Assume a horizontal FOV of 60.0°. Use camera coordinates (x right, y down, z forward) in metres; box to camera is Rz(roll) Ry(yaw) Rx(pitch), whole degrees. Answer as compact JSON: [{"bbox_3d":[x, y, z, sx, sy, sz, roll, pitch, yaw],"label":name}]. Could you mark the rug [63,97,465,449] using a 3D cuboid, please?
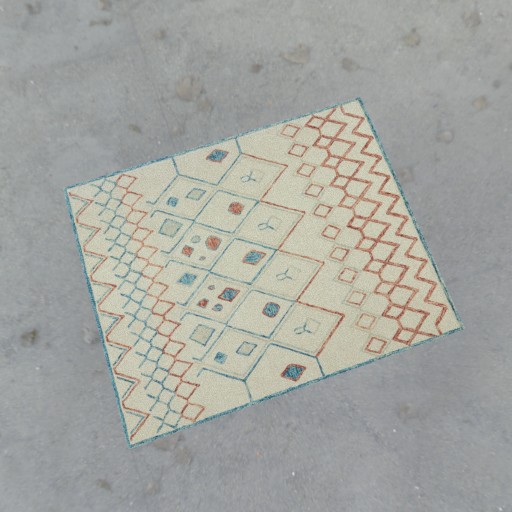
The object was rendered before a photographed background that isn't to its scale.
[{"bbox_3d":[0.000,0.000,4.055,3.050,0.016,2.441,-18,77,-4],"label":"rug"}]
